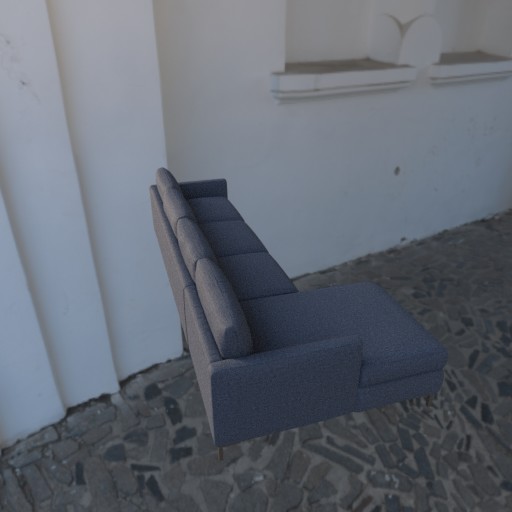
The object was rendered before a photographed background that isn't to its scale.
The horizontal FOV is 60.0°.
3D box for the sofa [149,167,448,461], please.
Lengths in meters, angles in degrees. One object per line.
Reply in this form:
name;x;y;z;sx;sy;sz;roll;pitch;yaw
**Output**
sofa;0.000;0.000;2.916;1.125;0.673;2.445;-8;28;-16
